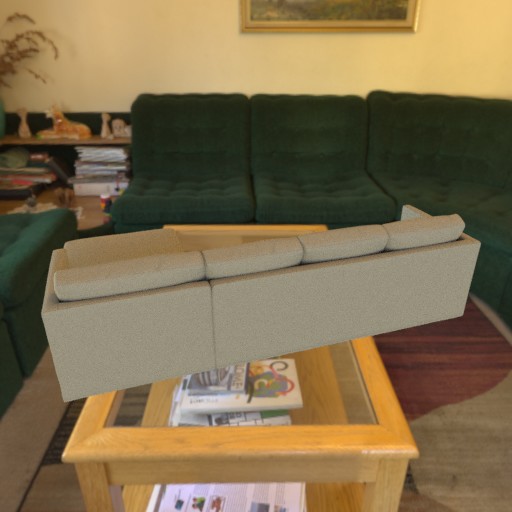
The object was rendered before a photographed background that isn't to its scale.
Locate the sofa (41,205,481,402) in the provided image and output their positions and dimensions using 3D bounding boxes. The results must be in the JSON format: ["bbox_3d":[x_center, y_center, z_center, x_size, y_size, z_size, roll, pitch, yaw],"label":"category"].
[{"bbox_3d":[0.000,0.000,3.798,3.177,0.867,1.622,-8,28,-16],"label":"sofa"}]
